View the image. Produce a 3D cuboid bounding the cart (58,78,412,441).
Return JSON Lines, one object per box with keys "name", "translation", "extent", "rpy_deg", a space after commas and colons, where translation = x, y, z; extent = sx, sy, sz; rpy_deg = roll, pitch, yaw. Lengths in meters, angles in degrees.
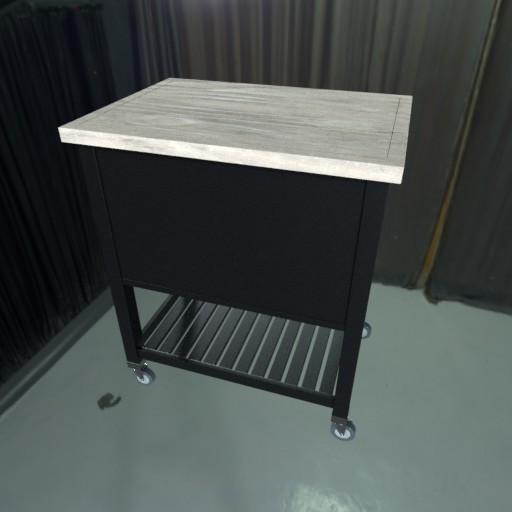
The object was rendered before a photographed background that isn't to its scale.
{"name": "cart", "translation": [0.000, 0.000, 1.421], "extent": [0.797, 0.920, 0.567], "rpy_deg": [10, 35, 15]}
